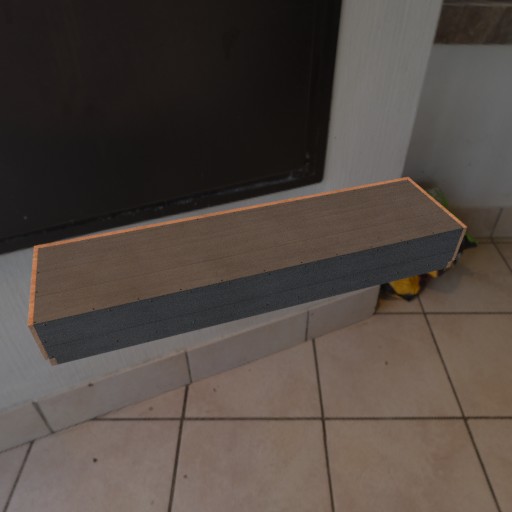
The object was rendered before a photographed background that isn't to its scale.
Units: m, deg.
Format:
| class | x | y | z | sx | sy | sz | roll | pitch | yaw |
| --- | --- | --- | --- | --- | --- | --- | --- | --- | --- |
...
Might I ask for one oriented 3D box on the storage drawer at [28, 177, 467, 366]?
| class | x | y | z | sx | sy | sz | roll | pitch | yaw |
| --- | --- | --- | --- | --- | --- | --- | --- | --- | --- |
| storage drawer | 0.000 | 0.000 | 2.231 | 2.032 | 0.264 | 0.538 | -12 | 42 | -14 |
